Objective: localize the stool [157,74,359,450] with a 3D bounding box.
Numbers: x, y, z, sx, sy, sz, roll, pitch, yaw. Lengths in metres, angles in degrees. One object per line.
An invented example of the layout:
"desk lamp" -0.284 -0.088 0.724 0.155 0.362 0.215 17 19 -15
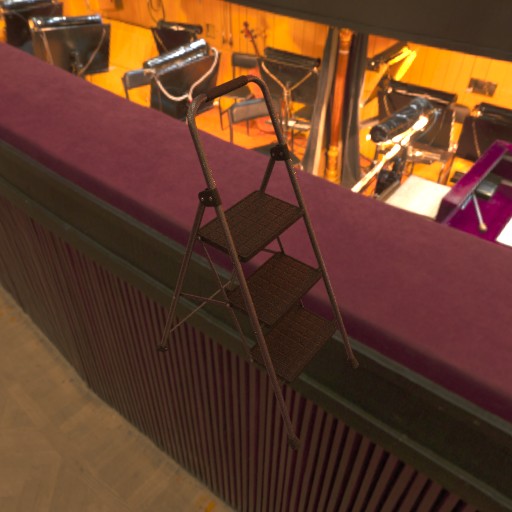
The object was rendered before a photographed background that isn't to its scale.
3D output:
"stool" 0.000 0.000 1.516 0.733 1.121 0.473 27 47 28
